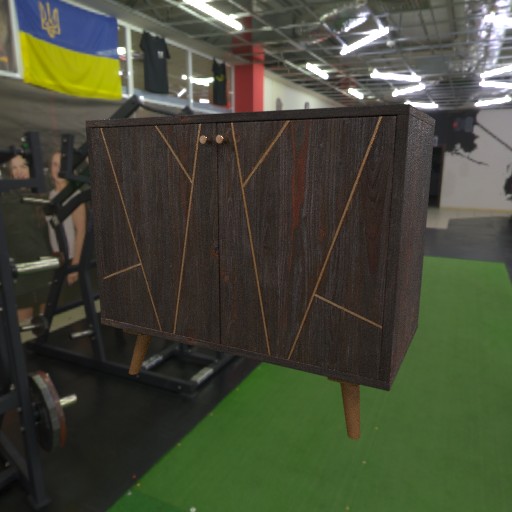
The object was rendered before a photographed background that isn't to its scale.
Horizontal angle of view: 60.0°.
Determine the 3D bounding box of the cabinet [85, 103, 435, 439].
[{"bbox_3d":[0.000,0.000,1.522,1.023,0.897,0.529,6,14,27],"label":"cabinet"}]
